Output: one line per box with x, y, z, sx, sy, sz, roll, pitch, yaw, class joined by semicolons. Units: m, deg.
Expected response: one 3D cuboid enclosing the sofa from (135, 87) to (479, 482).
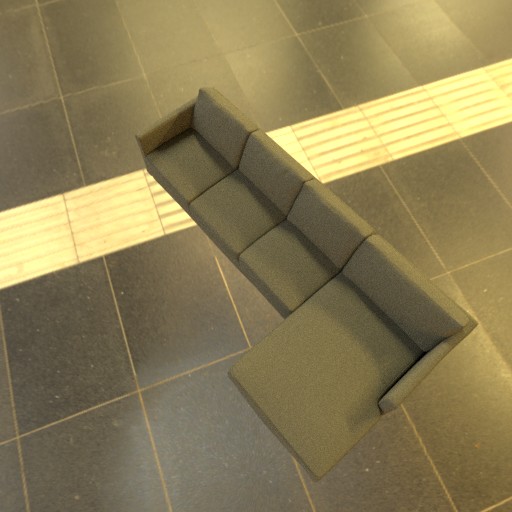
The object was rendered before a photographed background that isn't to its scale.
0.000;0.000;3.774;1.625;0.861;3.186;-38;70;-17;sofa
